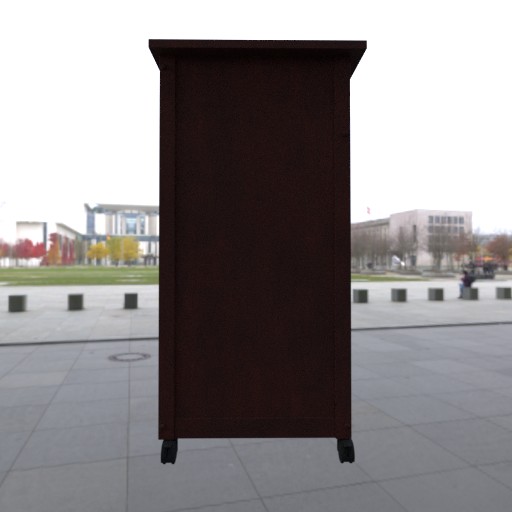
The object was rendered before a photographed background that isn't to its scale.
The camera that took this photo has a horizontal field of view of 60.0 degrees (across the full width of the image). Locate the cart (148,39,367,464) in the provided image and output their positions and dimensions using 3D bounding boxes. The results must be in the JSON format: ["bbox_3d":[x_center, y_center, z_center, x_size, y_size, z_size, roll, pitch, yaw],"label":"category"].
[{"bbox_3d":[0.000,0.000,1.229,0.442,0.864,0.683,0,-1,-1],"label":"cart"}]
